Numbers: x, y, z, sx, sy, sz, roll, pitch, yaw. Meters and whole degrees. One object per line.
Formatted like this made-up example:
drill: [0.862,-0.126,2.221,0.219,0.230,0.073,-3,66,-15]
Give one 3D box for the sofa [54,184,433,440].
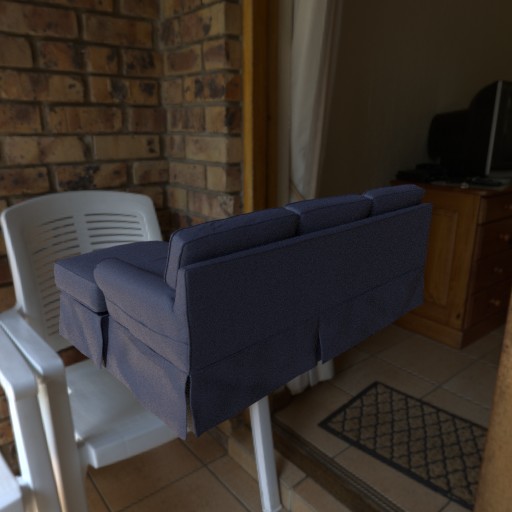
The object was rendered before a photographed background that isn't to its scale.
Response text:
sofa: [0.000,0.000,3.376,1.637,1.039,2.518,16,22,43]
